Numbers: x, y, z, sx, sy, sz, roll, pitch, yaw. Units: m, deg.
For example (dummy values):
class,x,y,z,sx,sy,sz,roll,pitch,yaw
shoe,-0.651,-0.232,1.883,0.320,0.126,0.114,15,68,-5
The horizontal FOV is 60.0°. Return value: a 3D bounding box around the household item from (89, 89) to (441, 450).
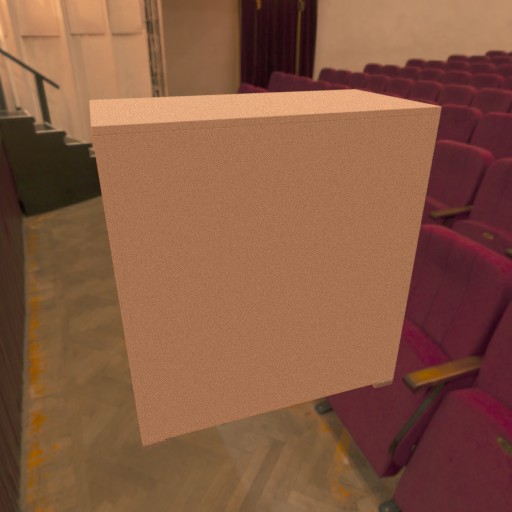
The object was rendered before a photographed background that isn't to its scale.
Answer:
class,x,y,z,sx,sy,sz,roll,pitch,yaw
household item,0.000,0.000,1.320,0.800,0.870,0.420,-9,28,-17
